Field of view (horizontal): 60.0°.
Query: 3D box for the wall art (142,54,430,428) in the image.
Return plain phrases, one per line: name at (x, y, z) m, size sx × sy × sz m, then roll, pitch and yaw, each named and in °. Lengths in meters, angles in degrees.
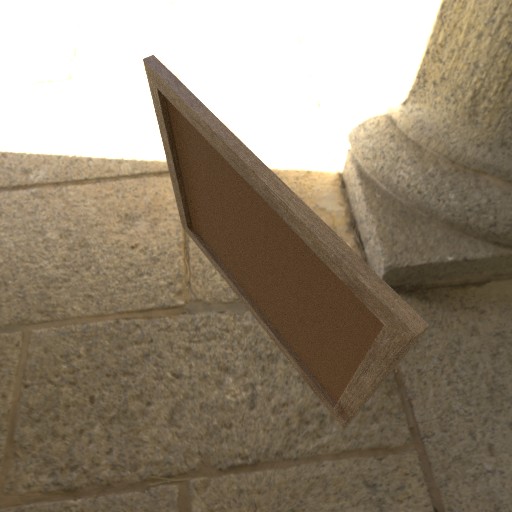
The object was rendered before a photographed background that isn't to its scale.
wall art at (0.000, 0.000, 0.915) m, size 0.026 × 0.535 × 0.690 m, roll -32°, pitch 63°, yaw -19°
